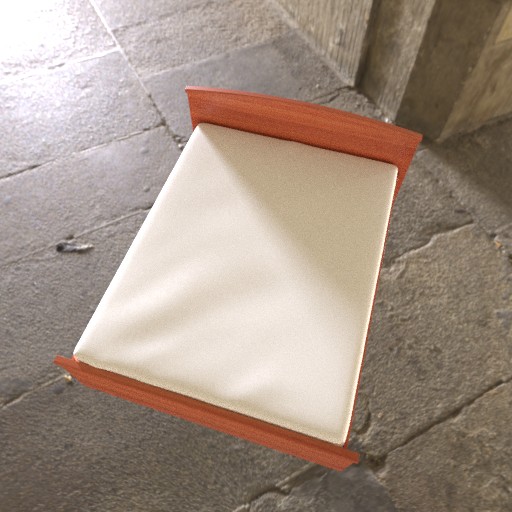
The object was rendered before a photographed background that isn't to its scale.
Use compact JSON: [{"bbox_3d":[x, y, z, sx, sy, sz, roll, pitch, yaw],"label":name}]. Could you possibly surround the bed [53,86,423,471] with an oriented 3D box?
[{"bbox_3d":[0.000,0.000,2.867,1.683,0.848,2.053,15,59,9],"label":"bed"}]
